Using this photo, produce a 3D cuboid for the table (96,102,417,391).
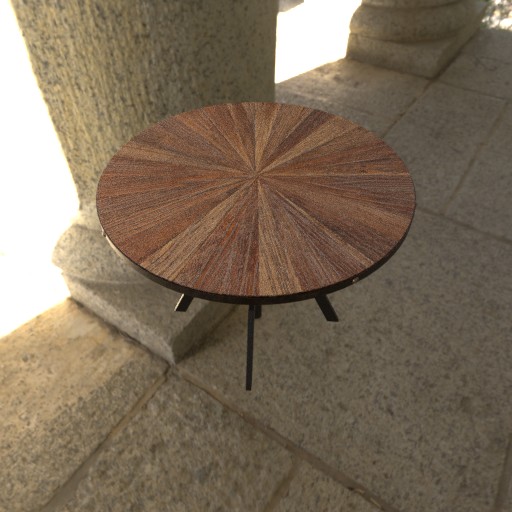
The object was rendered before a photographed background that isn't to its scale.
[{"bbox_3d":[0.000,0.000,1.496,0.885,0.658,0.885,0,46,0],"label":"table"}]
